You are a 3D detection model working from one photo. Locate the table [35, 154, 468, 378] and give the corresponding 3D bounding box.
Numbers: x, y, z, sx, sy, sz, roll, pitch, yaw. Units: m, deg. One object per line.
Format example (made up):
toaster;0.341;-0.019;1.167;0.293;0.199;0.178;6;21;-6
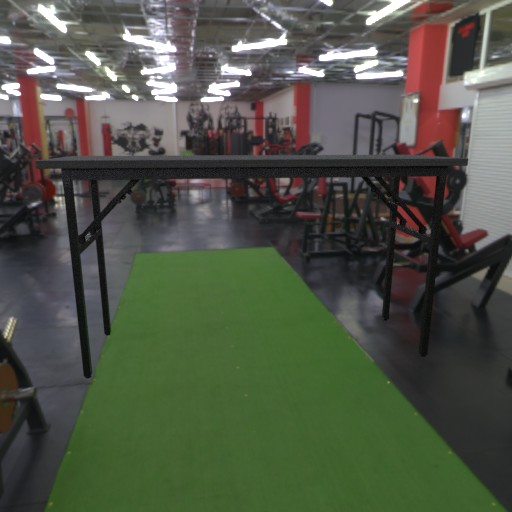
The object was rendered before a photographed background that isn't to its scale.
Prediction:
table;0.000;0.000;1.721;1.399;0.750;0.449;-2;15;-7
